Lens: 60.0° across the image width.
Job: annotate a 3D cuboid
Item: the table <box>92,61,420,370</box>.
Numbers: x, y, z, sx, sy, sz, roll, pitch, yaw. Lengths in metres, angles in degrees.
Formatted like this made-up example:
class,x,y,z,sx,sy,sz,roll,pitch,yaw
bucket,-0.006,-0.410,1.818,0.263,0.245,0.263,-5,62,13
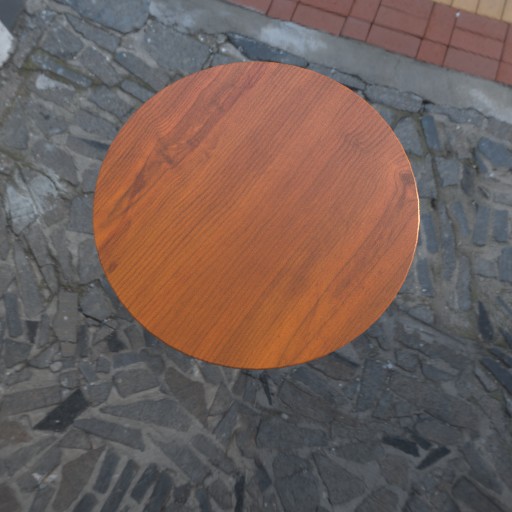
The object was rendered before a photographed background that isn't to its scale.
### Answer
class,x,y,z,sx,sy,sz,roll,pitch,yaw
table,0.000,0.000,0.915,0.457,0.610,0.457,0,75,0
